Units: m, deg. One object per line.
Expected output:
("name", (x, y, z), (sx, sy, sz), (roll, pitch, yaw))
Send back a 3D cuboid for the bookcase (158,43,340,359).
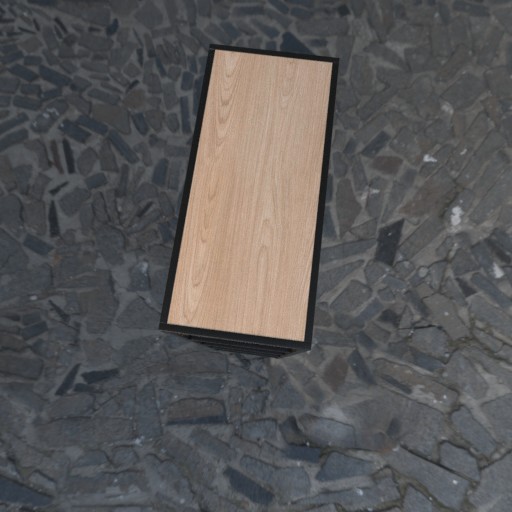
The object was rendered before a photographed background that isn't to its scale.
("bookcase", (0.000, 0.000, 1.822), (0.350, 1.500, 0.770), (7, 76, 2))
